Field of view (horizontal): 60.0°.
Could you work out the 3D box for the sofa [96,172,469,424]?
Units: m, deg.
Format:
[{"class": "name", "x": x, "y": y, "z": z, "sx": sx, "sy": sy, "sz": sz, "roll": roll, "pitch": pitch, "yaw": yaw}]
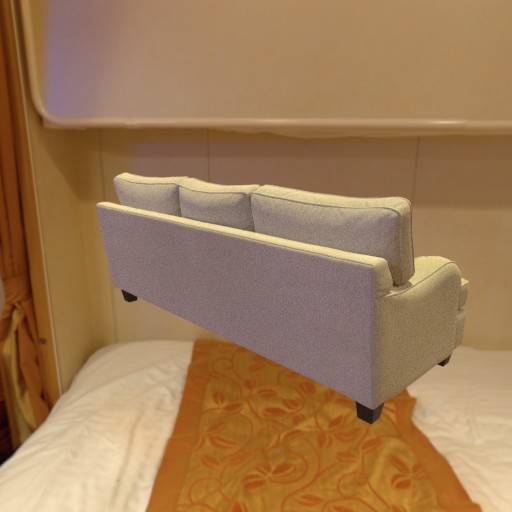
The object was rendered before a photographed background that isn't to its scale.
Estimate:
[{"class": "sofa", "x": 0.000, "y": 0.000, "z": 2.824, "sx": 1.016, "sy": 0.991, "sz": 2.323, "roll": -14, "pitch": 20, "yaw": -43}]
